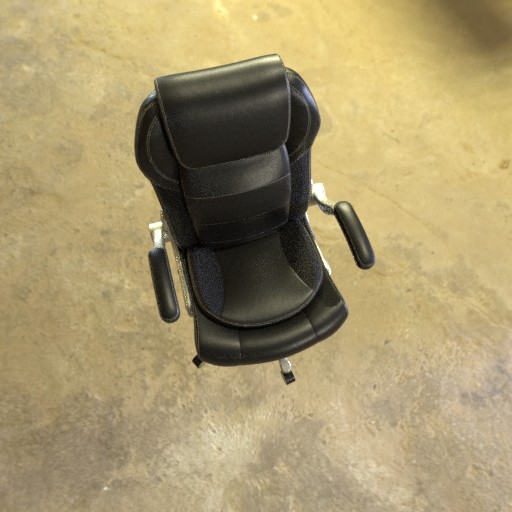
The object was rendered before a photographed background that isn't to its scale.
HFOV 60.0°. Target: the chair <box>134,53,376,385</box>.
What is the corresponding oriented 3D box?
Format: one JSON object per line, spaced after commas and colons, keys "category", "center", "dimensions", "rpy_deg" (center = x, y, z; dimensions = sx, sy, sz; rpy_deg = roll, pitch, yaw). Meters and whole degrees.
{"category": "chair", "center": [0.000, 0.000, 1.649], "dimensions": [0.724, 1.141, 0.801], "rpy_deg": [-15, 65, -7]}
